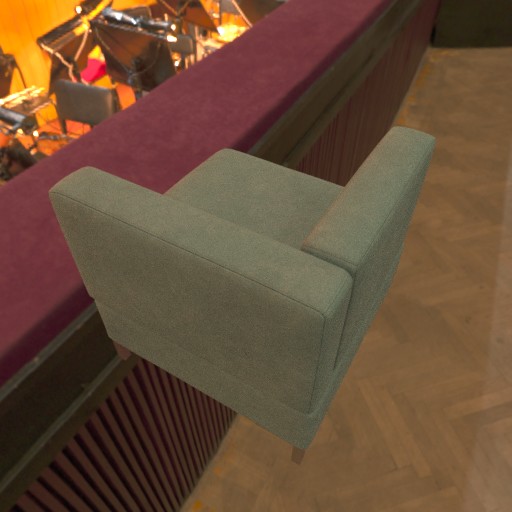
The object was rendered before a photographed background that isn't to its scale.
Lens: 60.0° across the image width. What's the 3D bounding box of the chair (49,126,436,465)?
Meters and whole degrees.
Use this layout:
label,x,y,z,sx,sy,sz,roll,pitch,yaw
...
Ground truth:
label,x,y,z,sx,sy,sz,roll,pitch,yaw
chair,0.000,0.000,1.227,0.680,0.660,0.680,23,50,21
